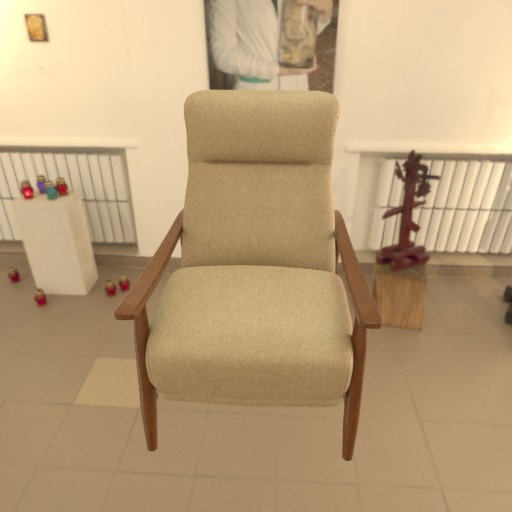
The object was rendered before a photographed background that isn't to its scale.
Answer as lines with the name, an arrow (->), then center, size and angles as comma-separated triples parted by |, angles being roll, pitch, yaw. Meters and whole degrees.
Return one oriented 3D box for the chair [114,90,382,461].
chair -> 0.000, 0.000, 1.731 | 0.762, 1.082, 1.030 | 2, 30, 3
